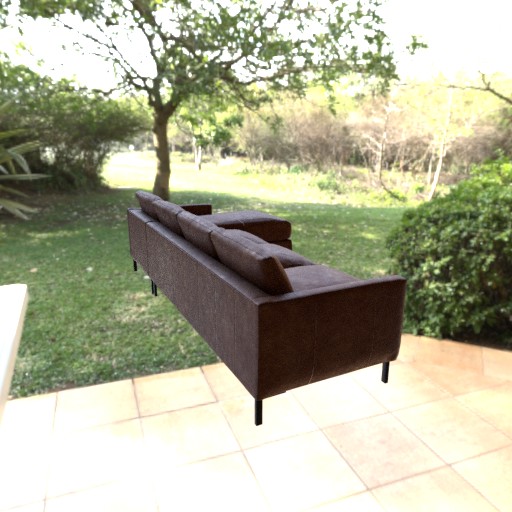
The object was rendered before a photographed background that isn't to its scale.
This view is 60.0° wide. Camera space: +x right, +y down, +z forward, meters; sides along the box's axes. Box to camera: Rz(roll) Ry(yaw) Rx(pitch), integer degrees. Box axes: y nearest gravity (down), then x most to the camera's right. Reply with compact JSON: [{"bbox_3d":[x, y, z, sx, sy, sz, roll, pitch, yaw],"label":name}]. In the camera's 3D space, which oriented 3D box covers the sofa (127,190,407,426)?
[{"bbox_3d":[0.000,0.000,3.603,1.471,0.859,2.993,-8,17,-26],"label":"sofa"}]
